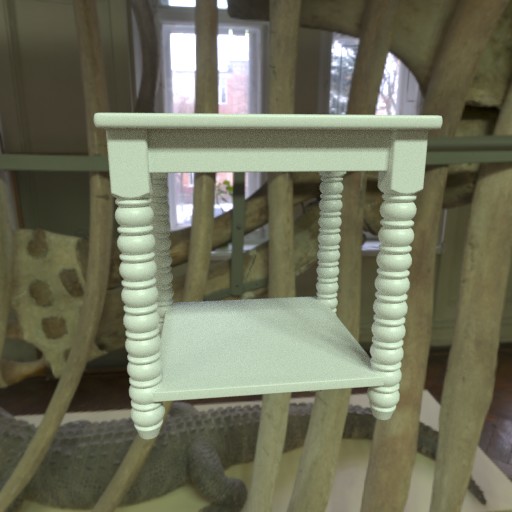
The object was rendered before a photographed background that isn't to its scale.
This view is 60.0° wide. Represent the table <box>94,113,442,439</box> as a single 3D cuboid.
[{"bbox_3d":[0.000,0.000,0.969,0.533,0.563,0.500,-2,14,-7],"label":"table"}]
